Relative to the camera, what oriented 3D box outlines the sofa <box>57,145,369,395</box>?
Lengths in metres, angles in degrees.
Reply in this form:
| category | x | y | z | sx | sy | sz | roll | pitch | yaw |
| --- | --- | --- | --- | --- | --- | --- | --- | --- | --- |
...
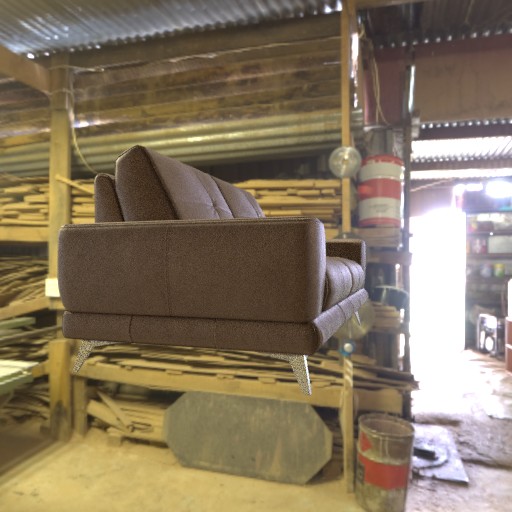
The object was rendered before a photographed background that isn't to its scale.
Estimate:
| category | x | y | z | sx | sy | sz | roll | pitch | yaw |
| --- | --- | --- | --- | --- | --- | --- | --- | --- | --- |
| sofa | 0.000 | 0.000 | 2.333 | 1.018 | 0.907 | 1.806 | 0 | -1 | 19 |
